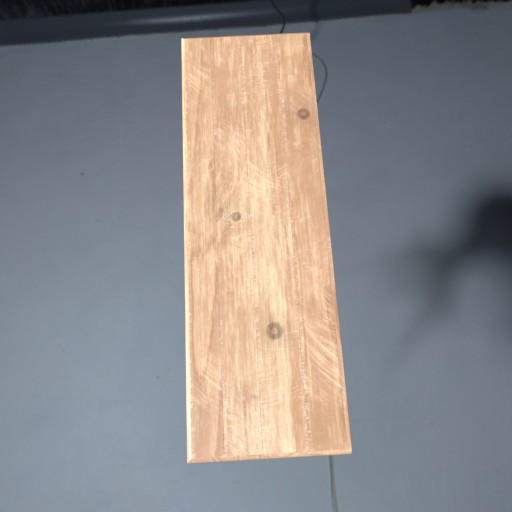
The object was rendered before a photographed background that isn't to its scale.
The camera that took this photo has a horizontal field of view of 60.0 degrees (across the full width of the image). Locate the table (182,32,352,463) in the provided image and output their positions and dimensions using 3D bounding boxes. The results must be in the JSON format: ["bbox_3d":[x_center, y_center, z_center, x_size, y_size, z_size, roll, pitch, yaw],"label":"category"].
[{"bbox_3d":[0.000,0.000,1.602,0.399,0.800,1.219,-3,75,-1],"label":"table"}]
